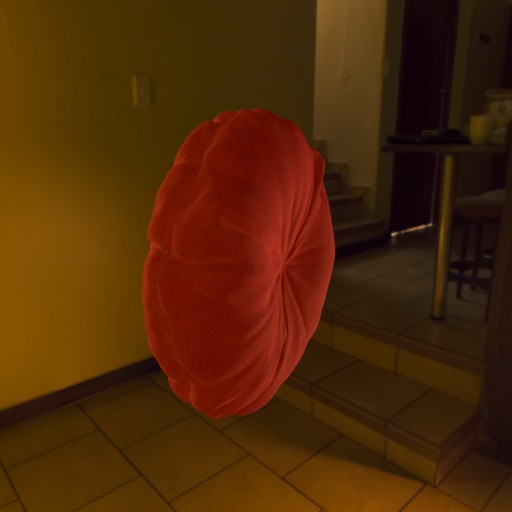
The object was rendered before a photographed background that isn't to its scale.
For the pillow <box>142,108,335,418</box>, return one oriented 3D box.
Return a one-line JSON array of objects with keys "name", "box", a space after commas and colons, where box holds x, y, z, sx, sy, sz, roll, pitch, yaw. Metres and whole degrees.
[{"name": "pillow", "box": [0.000, 0.000, 0.643, 0.148, 0.407, 0.428, 7, 16, 27]}]
